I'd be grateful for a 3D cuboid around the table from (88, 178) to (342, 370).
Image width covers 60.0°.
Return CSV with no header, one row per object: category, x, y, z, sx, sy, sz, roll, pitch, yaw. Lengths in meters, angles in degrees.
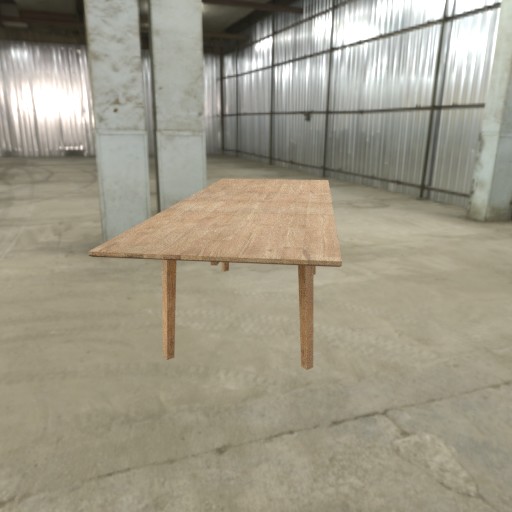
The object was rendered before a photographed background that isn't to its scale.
table,0.000,0.000,3.051,1.000,0.752,2.603,2,16,7
